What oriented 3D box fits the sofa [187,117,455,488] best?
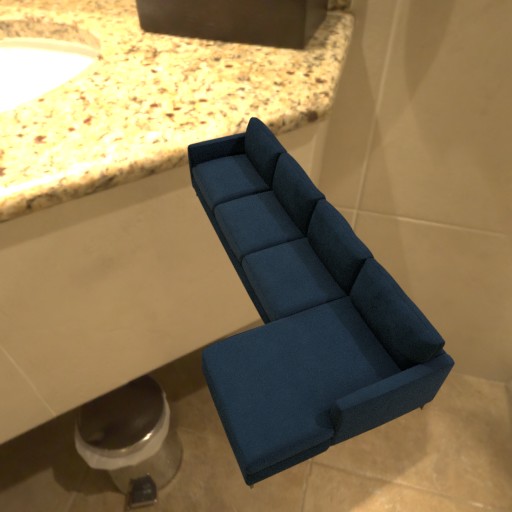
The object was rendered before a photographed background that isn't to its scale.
[{"bbox_3d":[0.000,0.000,3.469,1.350,0.810,2.932,-17,48,-16],"label":"sofa"}]
